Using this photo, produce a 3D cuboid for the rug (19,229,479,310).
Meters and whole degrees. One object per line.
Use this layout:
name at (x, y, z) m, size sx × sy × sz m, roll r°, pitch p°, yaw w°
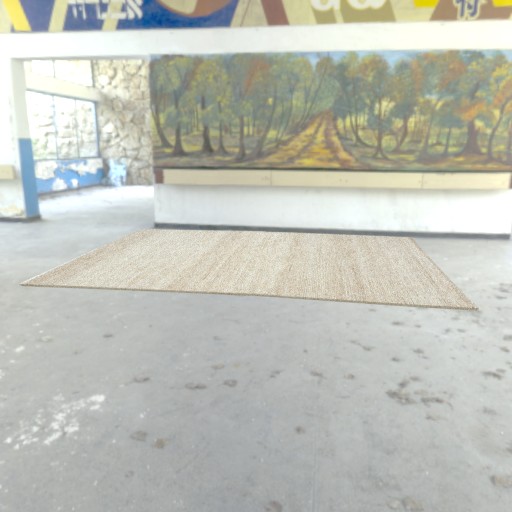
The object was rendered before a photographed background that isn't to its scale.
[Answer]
rug at (0.000, 0.000, 2.922) m, size 2.283 × 0.030 × 1.596 m, roll 2°, pitch 14°, yaw 9°
